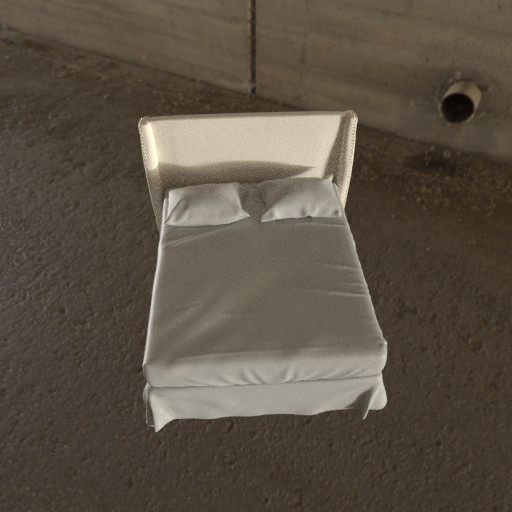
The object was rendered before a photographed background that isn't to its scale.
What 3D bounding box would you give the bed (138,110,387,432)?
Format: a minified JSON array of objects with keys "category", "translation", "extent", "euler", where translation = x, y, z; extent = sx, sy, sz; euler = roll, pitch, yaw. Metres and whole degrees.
[{"category":"bed","translation":[0.000,0.000,3.614],"extent":[1.925,1.332,2.276],"euler":[-3,47,-2]}]
